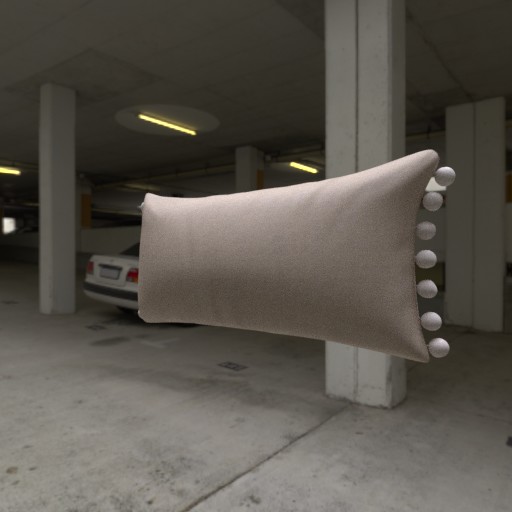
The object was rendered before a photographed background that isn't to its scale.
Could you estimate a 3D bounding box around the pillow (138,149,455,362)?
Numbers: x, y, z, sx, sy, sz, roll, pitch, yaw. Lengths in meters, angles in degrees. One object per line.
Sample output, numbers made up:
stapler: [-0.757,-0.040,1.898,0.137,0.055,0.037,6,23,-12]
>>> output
pillow: [0.000,0.000,0.854,0.709,0.322,0.201,0,0,36]
